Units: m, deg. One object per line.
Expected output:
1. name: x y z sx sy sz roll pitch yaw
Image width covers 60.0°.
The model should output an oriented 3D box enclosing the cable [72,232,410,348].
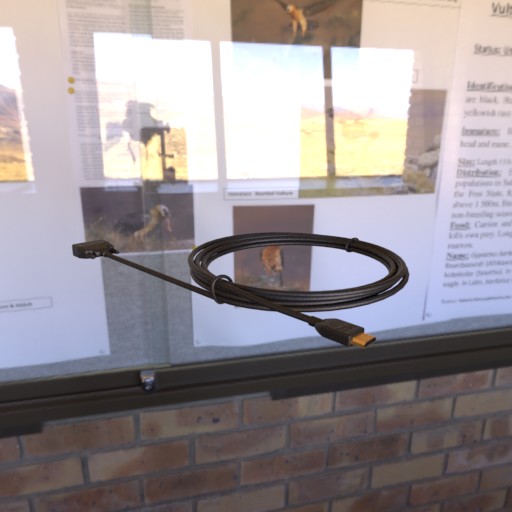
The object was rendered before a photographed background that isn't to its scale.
1. cable: 0.000 0.000 0.517 0.422 0.030 0.257 15 22 42
